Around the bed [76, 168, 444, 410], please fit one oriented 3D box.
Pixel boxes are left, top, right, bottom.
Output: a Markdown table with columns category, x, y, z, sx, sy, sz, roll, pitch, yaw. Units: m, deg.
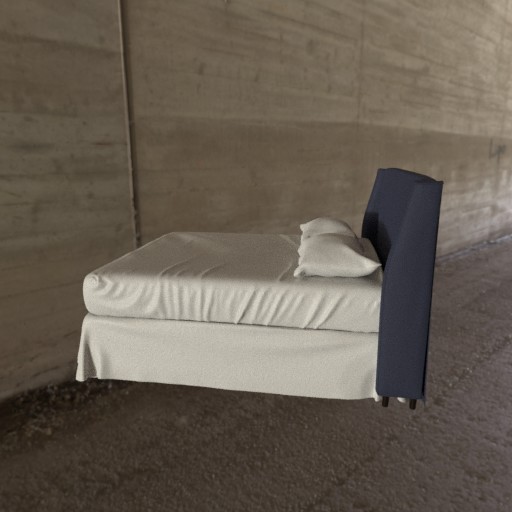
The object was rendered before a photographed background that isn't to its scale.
| category | x | y | z | sx | sy | sz | roll | pitch | yaw |
| --- | --- | --- | --- | --- | --- | --- | --- | --- | --- |
| bed | 0.000 | 0.000 | 3.473 | 2.276 | 1.332 | 1.925 | 2 | 13 | 9 |
